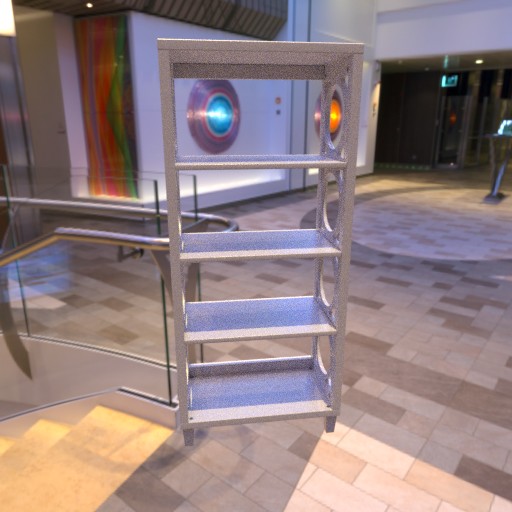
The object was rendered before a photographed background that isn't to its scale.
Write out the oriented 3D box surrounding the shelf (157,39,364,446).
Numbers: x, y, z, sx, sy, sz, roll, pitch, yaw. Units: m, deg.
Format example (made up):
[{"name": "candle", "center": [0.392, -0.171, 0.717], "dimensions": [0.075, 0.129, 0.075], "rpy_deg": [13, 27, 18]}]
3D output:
[{"name": "shelf", "center": [0.000, 0.000, 1.656], "dimensions": [0.611, 1.411, 0.340], "rpy_deg": [-2, 17, -8]}]
